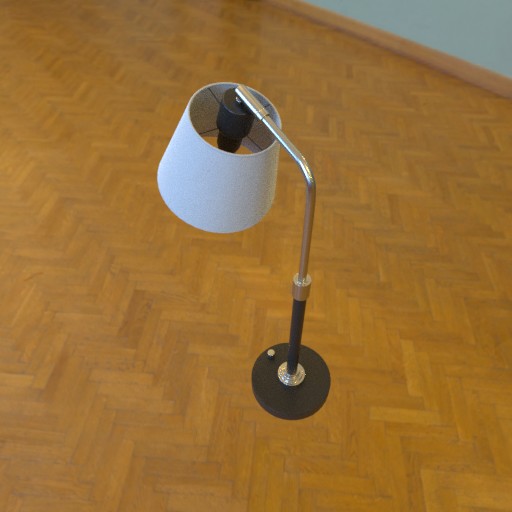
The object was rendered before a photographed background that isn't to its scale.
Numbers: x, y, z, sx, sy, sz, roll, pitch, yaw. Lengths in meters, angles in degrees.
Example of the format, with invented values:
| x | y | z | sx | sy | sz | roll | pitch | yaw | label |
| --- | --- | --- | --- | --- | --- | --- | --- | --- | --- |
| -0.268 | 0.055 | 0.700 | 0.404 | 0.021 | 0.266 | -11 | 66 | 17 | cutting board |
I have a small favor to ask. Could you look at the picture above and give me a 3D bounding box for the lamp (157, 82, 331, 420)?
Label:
| x | y | z | sx | sy | sz | roll | pitch | yaw | label |
| --- | --- | --- | --- | --- | --- | --- | --- | --- | --- |
| 0.000 | 0.000 | 0.700 | 0.181 | 0.539 | 0.348 | -32 | 54 | -27 | lamp |
